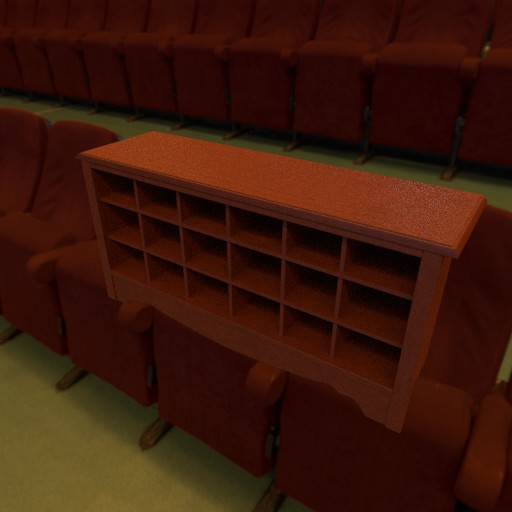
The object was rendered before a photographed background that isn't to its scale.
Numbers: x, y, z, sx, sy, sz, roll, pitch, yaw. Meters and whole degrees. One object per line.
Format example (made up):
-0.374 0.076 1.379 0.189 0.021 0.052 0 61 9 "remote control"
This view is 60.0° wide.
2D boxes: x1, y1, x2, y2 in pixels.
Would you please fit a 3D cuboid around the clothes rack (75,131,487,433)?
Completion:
0.000 0.000 1.498 1.251 0.594 0.362 18 35 28 "clothes rack"
